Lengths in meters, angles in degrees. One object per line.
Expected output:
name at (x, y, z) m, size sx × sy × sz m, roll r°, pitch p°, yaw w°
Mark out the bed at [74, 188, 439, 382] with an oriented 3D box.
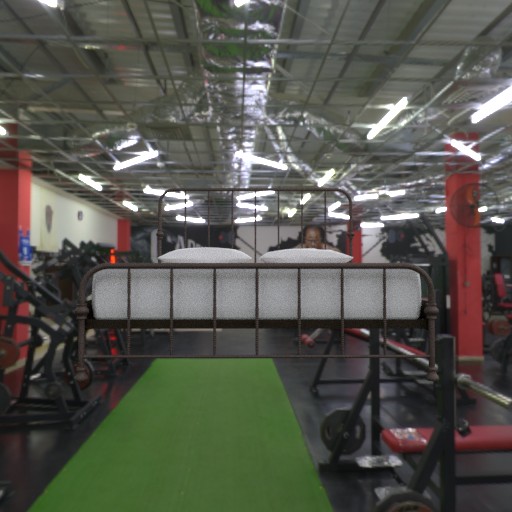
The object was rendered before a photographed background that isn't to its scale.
bed at (0.000, 0.000, 3.530) m, size 2.044 × 1.446 × 2.134 m, roll 0°, pitch -1°, yaw 0°
